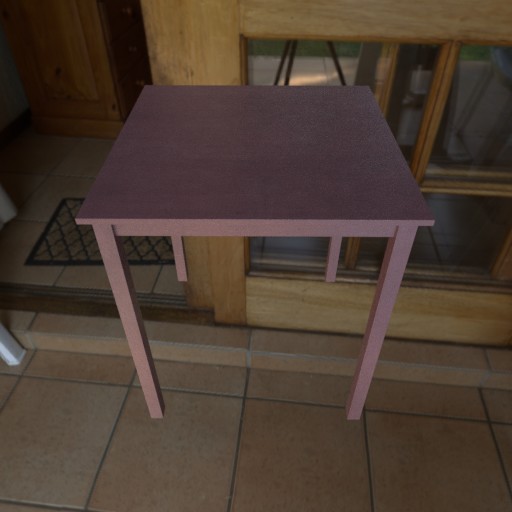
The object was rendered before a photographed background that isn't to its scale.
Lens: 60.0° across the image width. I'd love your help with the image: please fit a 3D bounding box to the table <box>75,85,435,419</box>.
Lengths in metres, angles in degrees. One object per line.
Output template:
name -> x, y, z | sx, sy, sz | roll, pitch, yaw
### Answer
table -> 0.000, 0.000, 1.709 | 0.861, 0.991, 0.861 | 0, 41, 0
